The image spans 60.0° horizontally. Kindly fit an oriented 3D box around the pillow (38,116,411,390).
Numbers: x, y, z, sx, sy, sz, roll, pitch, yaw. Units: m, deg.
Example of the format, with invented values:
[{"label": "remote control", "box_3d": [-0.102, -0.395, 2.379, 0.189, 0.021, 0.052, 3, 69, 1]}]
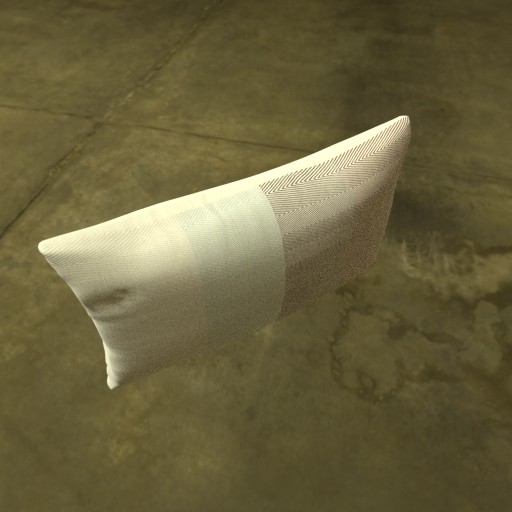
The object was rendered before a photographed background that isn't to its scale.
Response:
[{"label": "pillow", "box_3d": [0.000, 0.000, 0.637, 0.506, 0.305, 0.139, -23, 50, -20]}]
